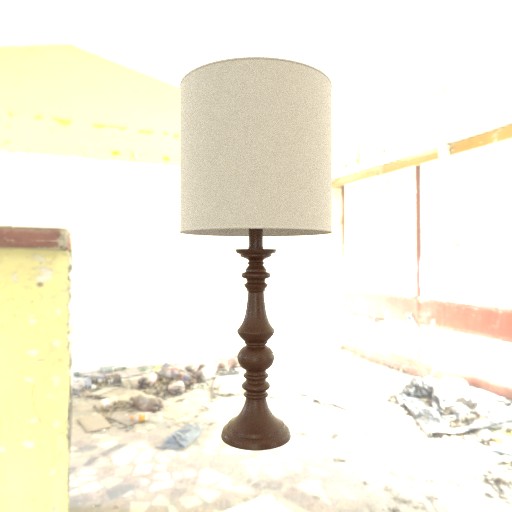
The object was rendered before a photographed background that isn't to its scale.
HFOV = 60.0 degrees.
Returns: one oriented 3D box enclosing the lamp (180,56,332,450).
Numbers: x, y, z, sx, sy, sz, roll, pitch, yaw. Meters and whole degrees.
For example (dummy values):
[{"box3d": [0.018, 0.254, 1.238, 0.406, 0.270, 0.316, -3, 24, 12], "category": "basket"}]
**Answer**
[{"box3d": [0.000, 0.000, 0.738, 0.250, 0.597, 0.250, 0, 0, -1], "category": "lamp"}]
